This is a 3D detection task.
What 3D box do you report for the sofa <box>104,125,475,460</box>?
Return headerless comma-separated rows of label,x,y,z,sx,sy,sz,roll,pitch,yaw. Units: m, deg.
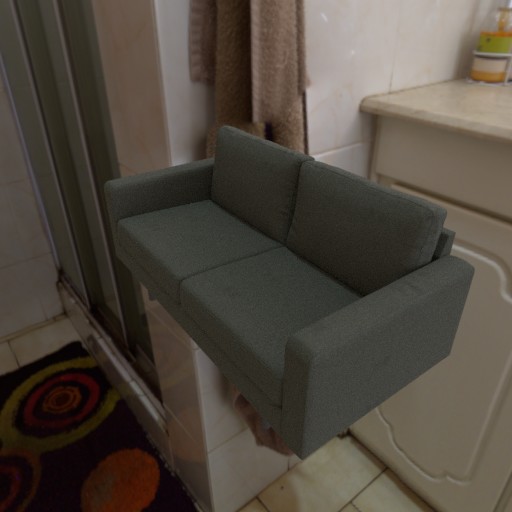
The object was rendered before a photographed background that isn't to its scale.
sofa,0.000,0.000,2.211,0.889,0.897,1.730,-21,37,-31
